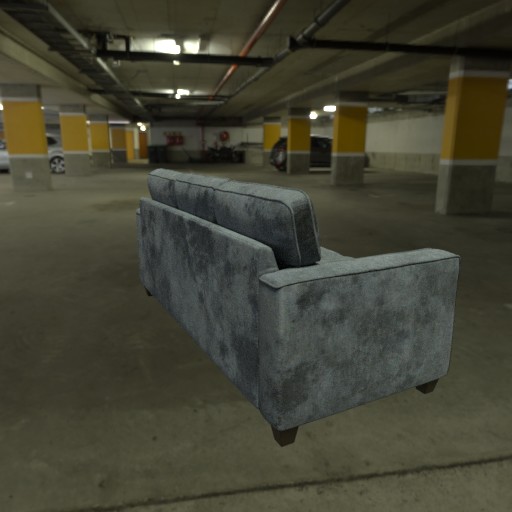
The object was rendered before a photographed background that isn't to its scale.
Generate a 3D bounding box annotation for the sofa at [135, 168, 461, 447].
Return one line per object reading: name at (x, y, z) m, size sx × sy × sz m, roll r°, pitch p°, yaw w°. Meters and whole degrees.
sofa at (0.000, 0.000, 2.639) m, size 0.939 × 0.965 × 2.133 m, roll -7°, pitch 16°, yaw -27°
